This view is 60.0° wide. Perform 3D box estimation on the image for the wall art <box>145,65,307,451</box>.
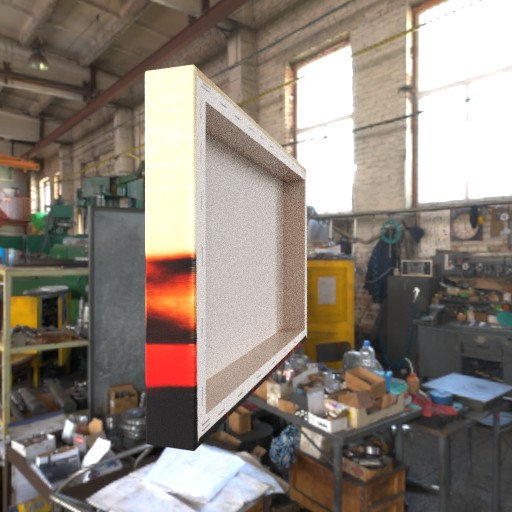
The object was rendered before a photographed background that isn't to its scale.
[{"bbox_3d":[0.000,0.000,0.475,0.037,0.251,0.383,0,1,17],"label":"wall art"}]
